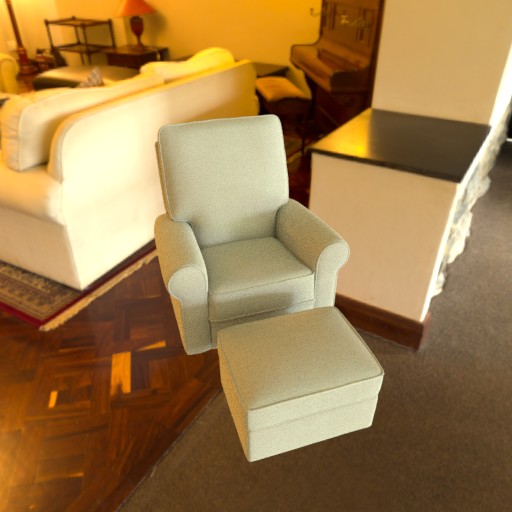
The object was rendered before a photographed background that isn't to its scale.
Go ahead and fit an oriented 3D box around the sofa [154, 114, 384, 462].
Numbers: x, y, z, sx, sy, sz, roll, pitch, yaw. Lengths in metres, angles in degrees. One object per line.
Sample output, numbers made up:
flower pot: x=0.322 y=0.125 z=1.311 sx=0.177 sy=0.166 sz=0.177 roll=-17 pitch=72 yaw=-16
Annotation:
sofa: x=0.000 y=0.000 z=2.084 sx=0.880 sy=0.959 sz=1.478 roll=-10 pitch=34 yaw=-15
